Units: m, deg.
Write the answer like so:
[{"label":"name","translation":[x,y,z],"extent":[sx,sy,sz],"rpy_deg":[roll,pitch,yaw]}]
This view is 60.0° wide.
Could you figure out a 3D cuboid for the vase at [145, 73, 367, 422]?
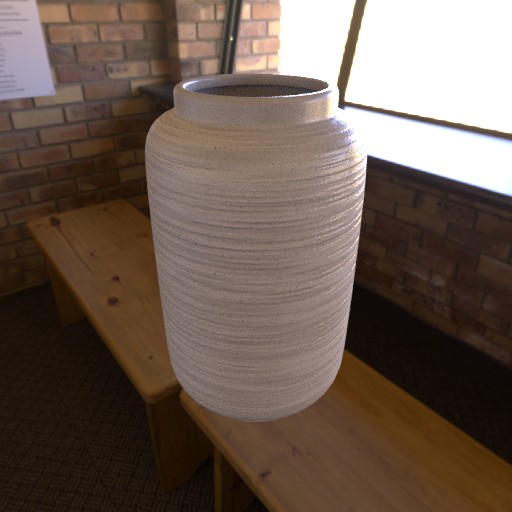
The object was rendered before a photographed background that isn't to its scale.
[{"label":"vase","translation":[0.000,0.000,0.458],"extent":[0.202,0.335,0.202],"rpy_deg":[0,29,0]}]
